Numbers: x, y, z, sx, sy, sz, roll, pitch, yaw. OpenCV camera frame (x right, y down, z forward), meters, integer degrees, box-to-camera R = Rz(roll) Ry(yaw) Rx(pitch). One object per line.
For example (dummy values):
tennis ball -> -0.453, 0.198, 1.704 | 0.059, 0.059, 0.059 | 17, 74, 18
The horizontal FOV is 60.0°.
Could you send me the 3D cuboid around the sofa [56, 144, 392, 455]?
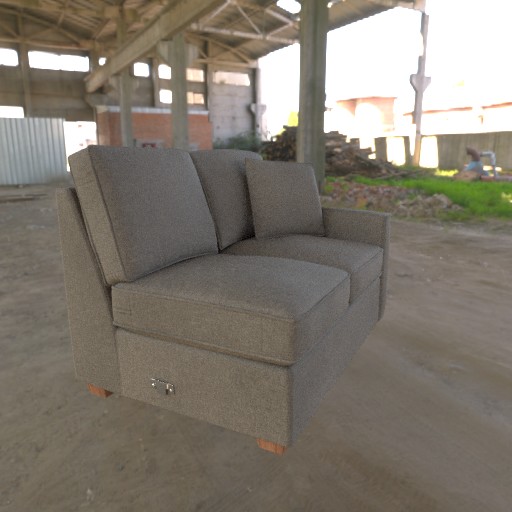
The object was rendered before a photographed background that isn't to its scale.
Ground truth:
sofa -> 0.000, 0.000, 2.063 | 0.991, 0.989, 1.388 | 7, 14, 27
